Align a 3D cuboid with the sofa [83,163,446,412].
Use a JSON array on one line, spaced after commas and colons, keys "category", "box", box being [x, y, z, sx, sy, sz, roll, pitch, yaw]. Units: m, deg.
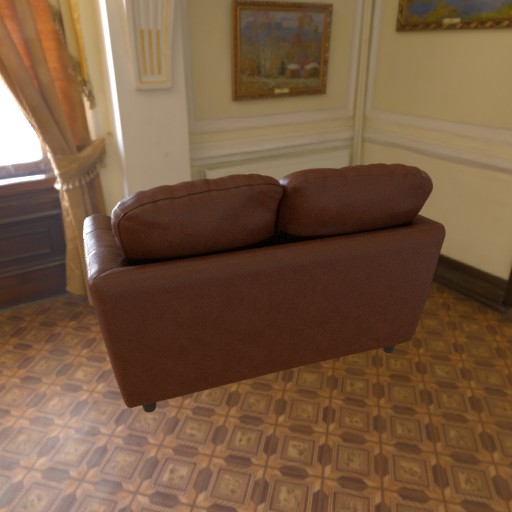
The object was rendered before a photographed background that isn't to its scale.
[{"category": "sofa", "box": [0.000, 0.000, 1.965, 1.406, 0.906, 0.805, -9, 27, -18]}]
